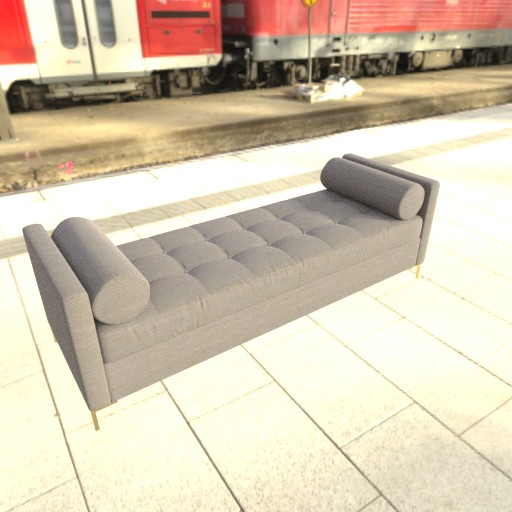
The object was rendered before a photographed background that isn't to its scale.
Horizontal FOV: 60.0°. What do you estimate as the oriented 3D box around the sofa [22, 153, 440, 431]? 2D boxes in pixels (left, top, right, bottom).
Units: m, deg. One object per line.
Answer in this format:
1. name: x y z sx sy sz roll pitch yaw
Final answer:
1. sofa: 0.000 0.000 2.290 1.981 0.635 0.686 -19 34 -30
